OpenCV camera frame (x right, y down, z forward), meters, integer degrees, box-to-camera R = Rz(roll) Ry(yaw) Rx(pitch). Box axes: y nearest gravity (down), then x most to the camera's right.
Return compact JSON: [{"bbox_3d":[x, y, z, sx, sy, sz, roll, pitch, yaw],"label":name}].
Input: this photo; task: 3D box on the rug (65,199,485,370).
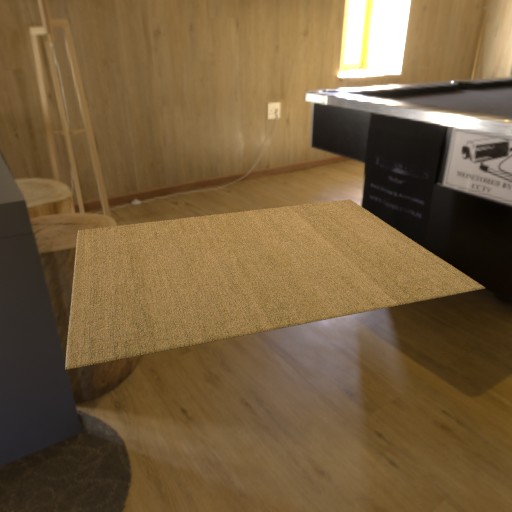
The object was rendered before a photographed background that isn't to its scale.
[{"bbox_3d":[0.000,0.000,5.075,3.935,0.025,2.782,-8,28,-16],"label":"rug"}]
